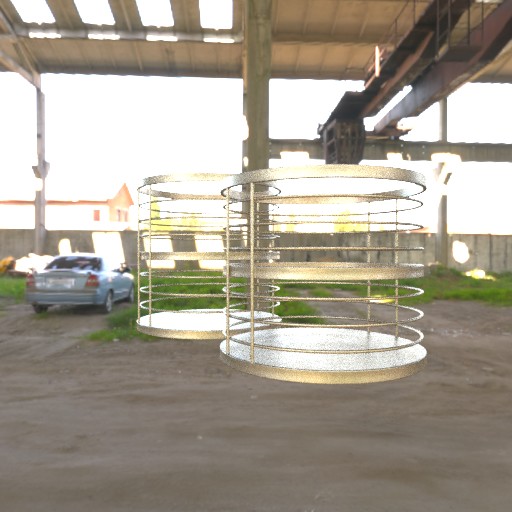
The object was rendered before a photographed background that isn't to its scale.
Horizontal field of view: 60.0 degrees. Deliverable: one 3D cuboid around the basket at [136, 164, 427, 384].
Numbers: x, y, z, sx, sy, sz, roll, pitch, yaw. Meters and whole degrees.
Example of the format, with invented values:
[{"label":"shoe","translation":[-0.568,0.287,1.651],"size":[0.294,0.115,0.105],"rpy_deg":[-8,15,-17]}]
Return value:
[{"label":"basket","translation":[0.000,0.000,0.947],"size":[0.356,0.351,0.746],"rpy_deg":[0,1,-36]}]
